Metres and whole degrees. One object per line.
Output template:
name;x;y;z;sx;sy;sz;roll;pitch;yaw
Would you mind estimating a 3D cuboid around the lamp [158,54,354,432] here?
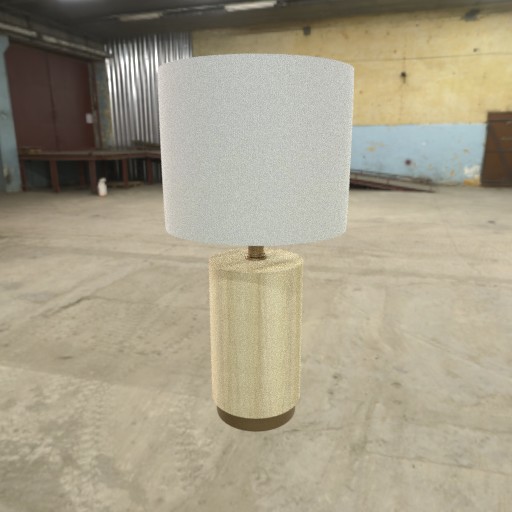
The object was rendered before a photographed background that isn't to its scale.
lamp;0.000;0.000;0.575;0.228;0.444;0.228;-13;20;-42
